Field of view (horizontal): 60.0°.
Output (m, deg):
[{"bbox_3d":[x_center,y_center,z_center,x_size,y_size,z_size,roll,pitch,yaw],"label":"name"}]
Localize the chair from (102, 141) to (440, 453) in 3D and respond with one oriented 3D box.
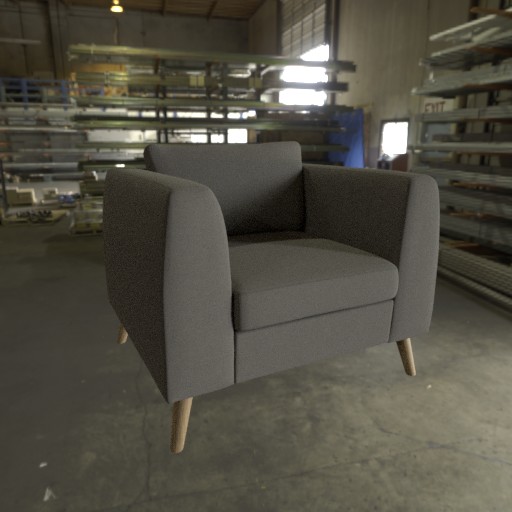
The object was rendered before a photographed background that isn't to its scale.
[{"bbox_3d":[0.000,0.000,1.716,1.000,0.860,0.930,-7,16,-27],"label":"chair"}]
